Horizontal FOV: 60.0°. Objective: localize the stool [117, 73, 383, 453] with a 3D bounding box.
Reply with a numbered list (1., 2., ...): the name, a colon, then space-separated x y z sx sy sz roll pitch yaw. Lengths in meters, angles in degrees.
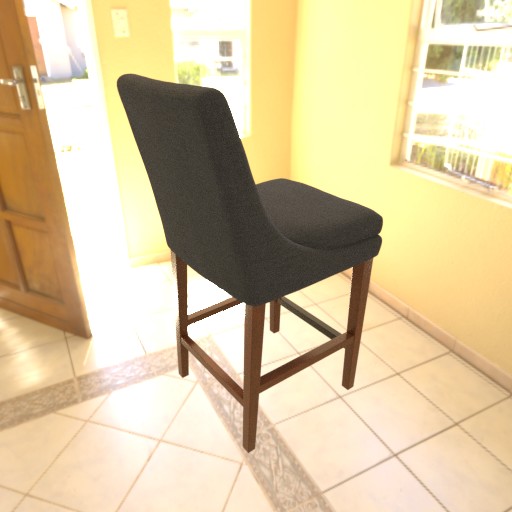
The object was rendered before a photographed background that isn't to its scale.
1. stool: 0.000 0.000 1.285 0.577 0.981 0.470 -19 33 -33
